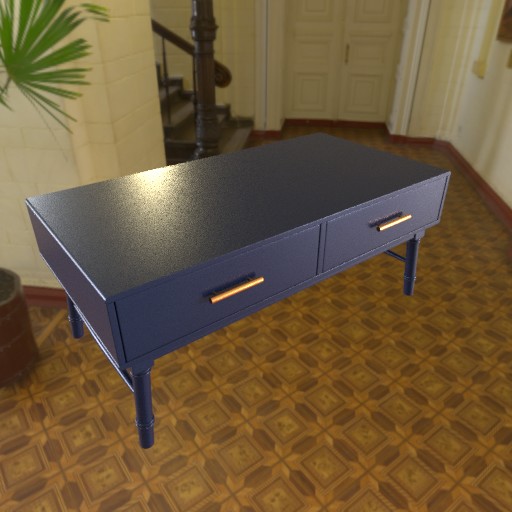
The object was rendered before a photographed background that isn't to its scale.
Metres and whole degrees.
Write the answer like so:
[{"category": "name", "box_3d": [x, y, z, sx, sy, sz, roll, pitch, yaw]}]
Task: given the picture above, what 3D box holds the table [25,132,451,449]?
[{"category": "table", "box_3d": [0.000, 0.000, 1.341, 1.067, 0.457, 0.572, -21, 37, -32]}]
